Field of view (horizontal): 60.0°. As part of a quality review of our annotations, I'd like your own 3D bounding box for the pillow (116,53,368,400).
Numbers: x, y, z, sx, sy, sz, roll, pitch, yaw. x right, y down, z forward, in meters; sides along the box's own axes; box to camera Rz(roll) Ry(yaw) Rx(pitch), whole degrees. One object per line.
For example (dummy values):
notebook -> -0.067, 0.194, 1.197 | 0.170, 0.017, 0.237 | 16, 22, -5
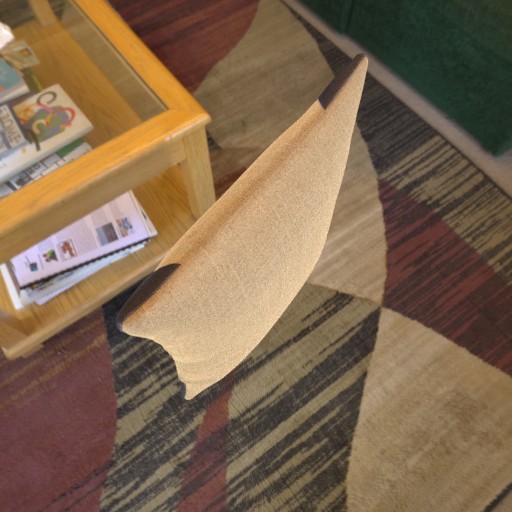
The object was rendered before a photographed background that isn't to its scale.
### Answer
pillow -> 0.000, 0.000, 0.670 | 0.147, 0.441, 0.440 | 33, 69, 14
